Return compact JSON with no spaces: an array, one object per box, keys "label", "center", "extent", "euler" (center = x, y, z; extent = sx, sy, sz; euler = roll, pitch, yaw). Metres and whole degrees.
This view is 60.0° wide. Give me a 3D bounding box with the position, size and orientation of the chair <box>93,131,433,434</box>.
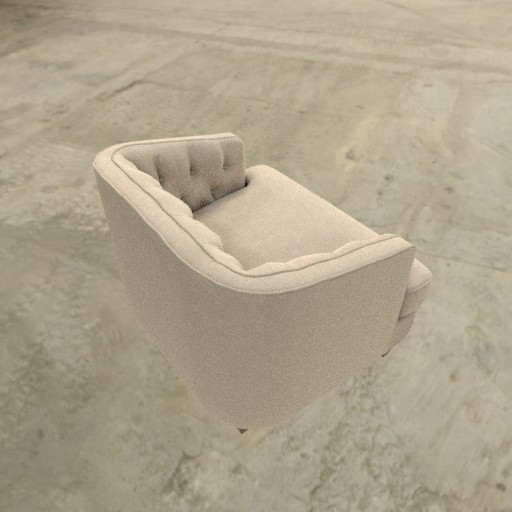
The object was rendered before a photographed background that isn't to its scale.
[{"label":"chair","center":[0.000,0.000,1.815],"extent":[0.941,0.852,1.104],"euler":[-26,47,-27]}]
